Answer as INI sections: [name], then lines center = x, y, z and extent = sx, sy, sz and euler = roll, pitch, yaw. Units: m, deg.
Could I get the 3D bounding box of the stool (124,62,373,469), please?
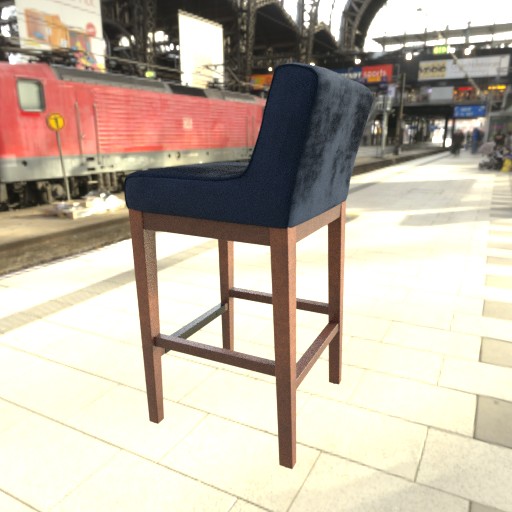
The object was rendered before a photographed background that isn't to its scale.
[stool]
center = 0.000, 0.000, 1.266
extent = 0.516, 0.945, 0.511
euler = 7, 17, 25
